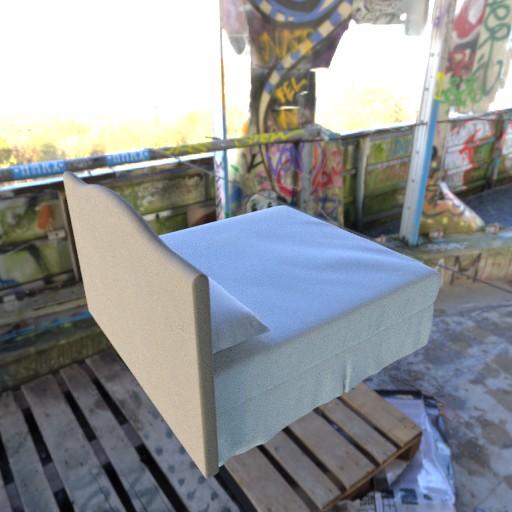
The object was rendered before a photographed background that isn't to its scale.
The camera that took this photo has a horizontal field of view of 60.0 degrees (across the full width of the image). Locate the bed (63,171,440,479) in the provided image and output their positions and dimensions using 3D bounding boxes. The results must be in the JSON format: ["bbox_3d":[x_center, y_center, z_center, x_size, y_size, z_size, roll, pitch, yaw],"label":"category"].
[{"bbox_3d":[0.000,0.000,3.470,2.182,1.421,2.083,-18,31,-32],"label":"bed"}]
